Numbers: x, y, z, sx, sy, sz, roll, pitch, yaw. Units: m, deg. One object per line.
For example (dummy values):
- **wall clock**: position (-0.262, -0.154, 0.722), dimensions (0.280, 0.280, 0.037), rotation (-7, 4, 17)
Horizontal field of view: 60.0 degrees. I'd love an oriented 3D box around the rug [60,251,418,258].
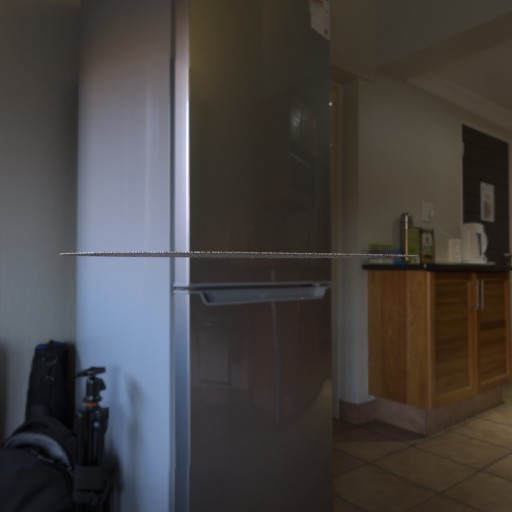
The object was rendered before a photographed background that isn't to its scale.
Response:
- **rug**: position (0.000, 0.000, 2.983), dimensions (2.432, 0.006, 1.520), rotation (1, -1, -35)
